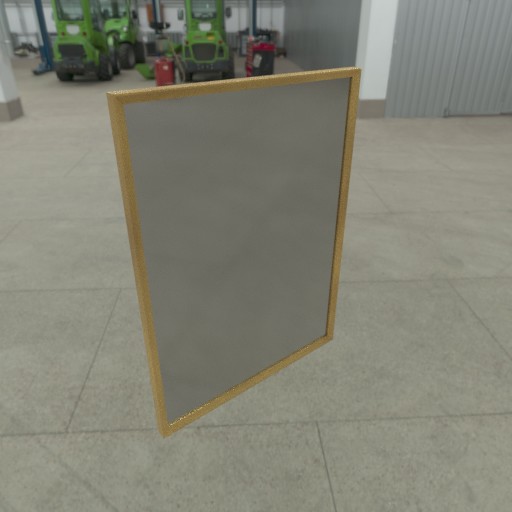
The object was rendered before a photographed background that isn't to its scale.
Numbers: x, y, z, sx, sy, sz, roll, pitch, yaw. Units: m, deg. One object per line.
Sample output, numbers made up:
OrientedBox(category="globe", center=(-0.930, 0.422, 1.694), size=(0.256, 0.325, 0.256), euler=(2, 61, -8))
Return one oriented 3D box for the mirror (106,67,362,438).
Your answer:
OrientedBox(category="mirror", center=(0.000, 0.000, 1.351), size=(0.762, 1.016, 0.041), euler=(-21, 35, -33))
